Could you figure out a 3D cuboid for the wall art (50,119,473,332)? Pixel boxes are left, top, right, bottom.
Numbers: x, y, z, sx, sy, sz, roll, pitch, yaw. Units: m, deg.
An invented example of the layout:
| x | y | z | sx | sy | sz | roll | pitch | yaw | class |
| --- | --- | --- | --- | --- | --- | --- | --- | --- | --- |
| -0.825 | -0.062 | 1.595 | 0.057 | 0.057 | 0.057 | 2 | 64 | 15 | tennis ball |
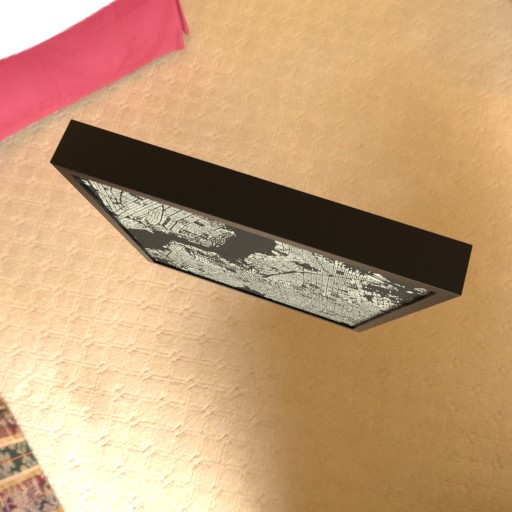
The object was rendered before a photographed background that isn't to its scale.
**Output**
| x | y | z | sx | sy | sz | roll | pitch | yaw | class |
| --- | --- | --- | --- | --- | --- | --- | --- | --- | --- |
| 0.000 | 0.000 | 0.454 | 0.299 | 0.299 | 0.037 | 18 | 76 | 5 | wall art |
